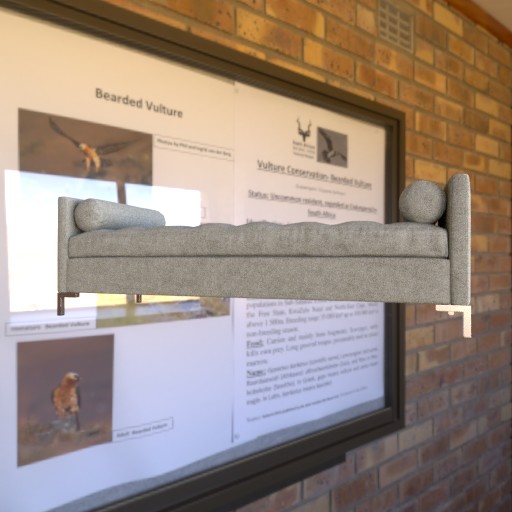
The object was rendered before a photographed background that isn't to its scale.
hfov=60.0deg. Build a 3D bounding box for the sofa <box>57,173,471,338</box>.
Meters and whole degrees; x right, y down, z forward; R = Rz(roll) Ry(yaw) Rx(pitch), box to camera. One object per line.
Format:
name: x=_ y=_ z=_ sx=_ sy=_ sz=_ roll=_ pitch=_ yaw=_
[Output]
sofa: x=0.000 y=0.000 z=2.468 sx=2.102 sy=0.657 sz=0.797 roll=0 pitch=0 yaw=19
